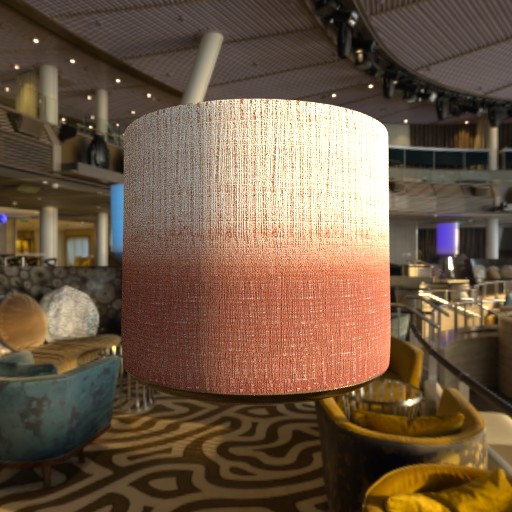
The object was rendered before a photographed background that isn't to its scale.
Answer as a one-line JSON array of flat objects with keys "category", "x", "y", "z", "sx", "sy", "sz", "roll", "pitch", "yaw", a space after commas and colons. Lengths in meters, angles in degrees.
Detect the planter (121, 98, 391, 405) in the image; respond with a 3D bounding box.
[{"category": "planter", "x": 0.000, "y": 0.000, "z": 0.306, "sx": 0.178, "sy": 0.157, "sz": 0.178, "roll": 0, "pitch": 0, "yaw": 0}]
